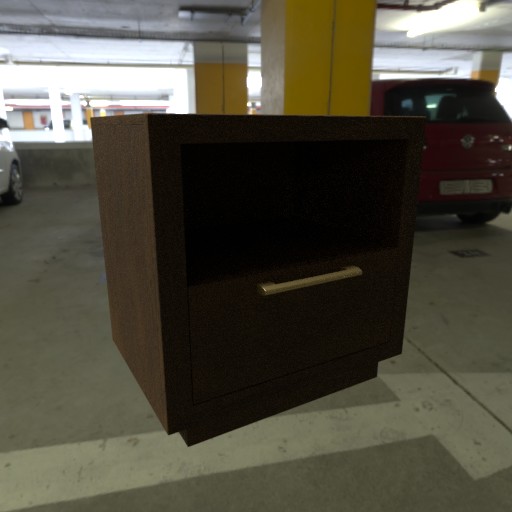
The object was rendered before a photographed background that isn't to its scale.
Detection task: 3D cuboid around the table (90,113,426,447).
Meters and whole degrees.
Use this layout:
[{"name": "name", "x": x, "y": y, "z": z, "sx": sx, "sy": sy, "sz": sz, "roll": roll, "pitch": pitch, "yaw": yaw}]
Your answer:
[{"name": "table", "x": 0.000, "y": 0.000, "z": 0.975, "sx": 0.560, "sy": 0.585, "sz": 0.439, "roll": -9, "pitch": 19, "yaw": -29}]
